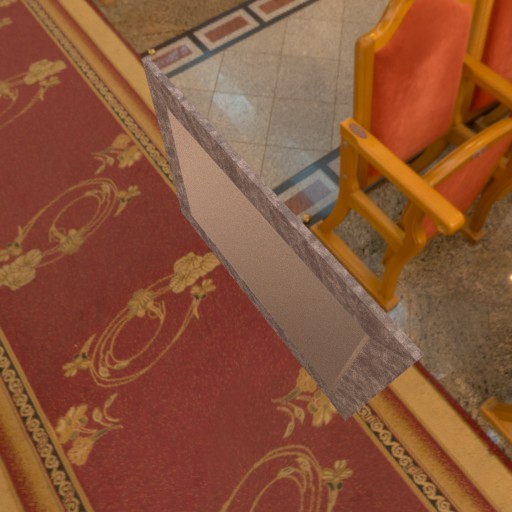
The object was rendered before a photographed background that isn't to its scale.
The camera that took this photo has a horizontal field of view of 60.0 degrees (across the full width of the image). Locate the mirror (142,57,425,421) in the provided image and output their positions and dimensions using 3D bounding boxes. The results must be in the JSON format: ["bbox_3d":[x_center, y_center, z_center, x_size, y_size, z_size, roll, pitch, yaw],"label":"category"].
[{"bbox_3d":[0.000,0.000,1.437,0.022,0.795,1.101,-33,66,-16],"label":"mirror"}]
